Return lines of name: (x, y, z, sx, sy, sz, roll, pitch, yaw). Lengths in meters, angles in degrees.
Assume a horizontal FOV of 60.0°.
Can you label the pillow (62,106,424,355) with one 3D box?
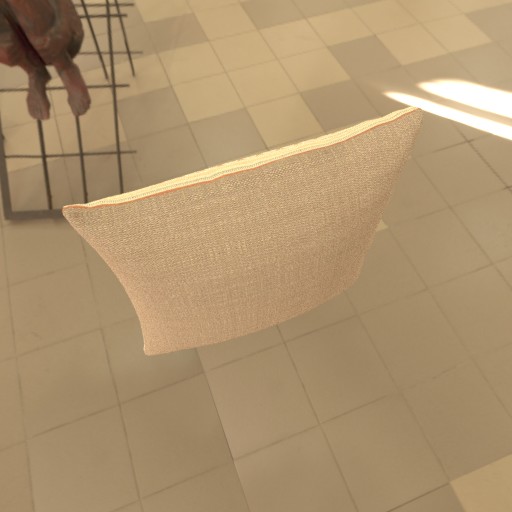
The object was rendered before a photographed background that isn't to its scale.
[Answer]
pillow: (0.000, 0.000, 0.800, 0.521, 0.519, 0.215, -19, 61, -11)
